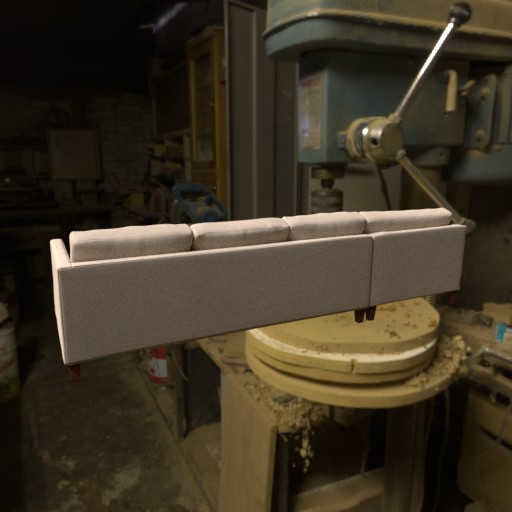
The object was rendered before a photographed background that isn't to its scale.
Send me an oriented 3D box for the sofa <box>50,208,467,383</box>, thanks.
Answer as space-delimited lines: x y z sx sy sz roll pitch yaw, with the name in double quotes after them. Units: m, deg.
0.000 0.000 3.789 3.186 0.846 1.625 -6 14 -26 "sofa"
